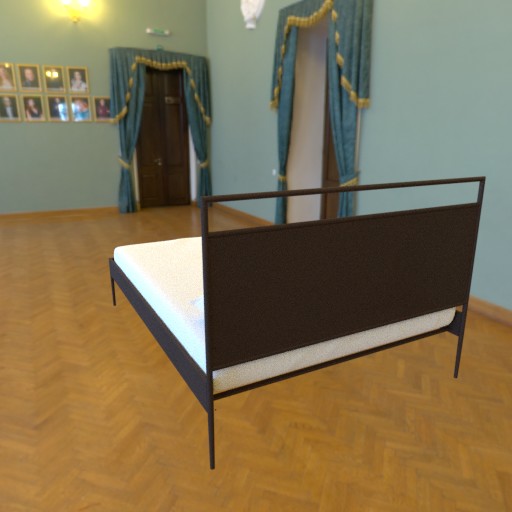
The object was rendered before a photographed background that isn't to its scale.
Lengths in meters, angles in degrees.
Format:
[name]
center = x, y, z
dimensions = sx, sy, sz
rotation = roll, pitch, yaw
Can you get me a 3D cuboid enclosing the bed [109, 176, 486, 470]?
[bed]
center = 0.000, 0.000, 2.992
dimensions = 1.572, 1.173, 2.122
rotation = -8, 18, -27
